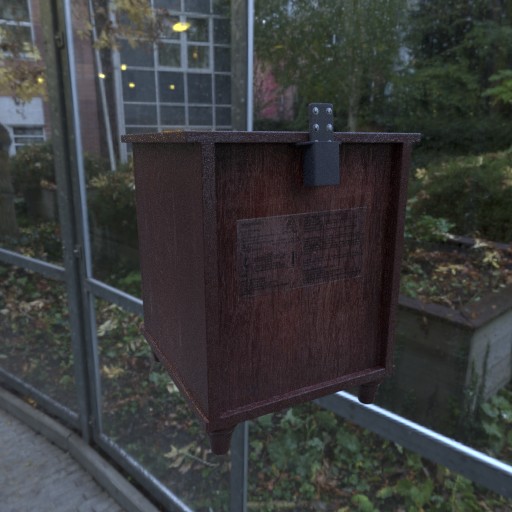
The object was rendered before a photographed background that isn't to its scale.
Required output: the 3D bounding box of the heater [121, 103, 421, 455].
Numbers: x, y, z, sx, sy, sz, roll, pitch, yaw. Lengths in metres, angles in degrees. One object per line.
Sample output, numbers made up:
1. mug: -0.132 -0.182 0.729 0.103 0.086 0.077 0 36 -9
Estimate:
1. heater: 0.000 0.000 0.776 0.362 0.481 0.400 -7 16 -27
